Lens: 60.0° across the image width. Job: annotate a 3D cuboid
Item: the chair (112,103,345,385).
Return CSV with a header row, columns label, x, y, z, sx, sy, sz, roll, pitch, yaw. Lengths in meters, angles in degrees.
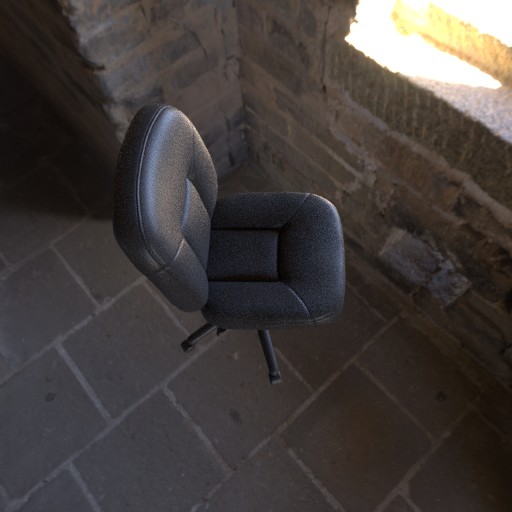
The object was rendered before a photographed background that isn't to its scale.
label,x,y,z,sx,sy,sz,roll,pitch,yaw
chair,0.000,0.000,1.425,0.646,0.959,0.647,2,64,1
